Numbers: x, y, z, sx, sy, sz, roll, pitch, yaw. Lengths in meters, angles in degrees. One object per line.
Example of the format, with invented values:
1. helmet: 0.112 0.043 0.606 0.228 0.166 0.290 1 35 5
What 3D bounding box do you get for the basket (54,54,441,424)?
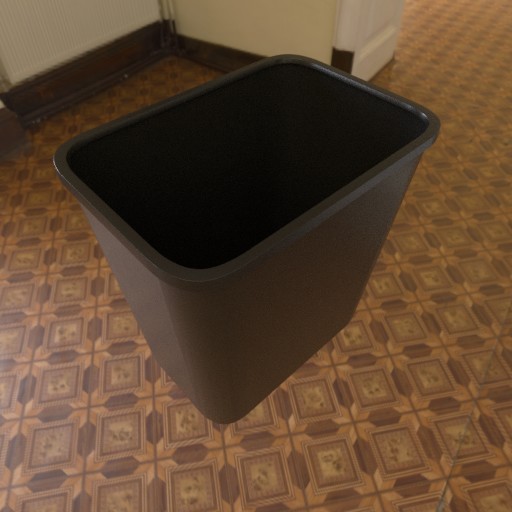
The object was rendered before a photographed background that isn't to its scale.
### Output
1. basket: 0.000 0.000 0.493 0.300 0.307 0.211 -34 56 -27
